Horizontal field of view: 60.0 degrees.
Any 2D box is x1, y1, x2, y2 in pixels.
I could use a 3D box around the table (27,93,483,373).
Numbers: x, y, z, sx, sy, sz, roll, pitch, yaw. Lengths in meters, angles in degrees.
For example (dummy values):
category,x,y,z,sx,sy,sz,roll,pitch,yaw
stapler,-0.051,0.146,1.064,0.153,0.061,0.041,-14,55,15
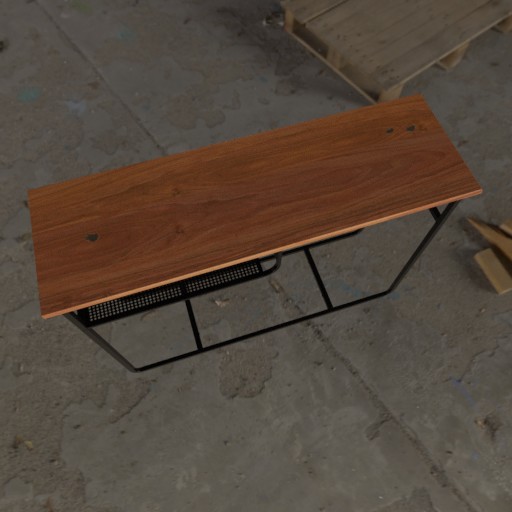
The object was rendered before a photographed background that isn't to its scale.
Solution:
category,x,y,z,sx,sy,sz,roll,pitch,yaw
table,0.000,0.000,1.455,1.100,0.750,0.350,-16,65,-8
